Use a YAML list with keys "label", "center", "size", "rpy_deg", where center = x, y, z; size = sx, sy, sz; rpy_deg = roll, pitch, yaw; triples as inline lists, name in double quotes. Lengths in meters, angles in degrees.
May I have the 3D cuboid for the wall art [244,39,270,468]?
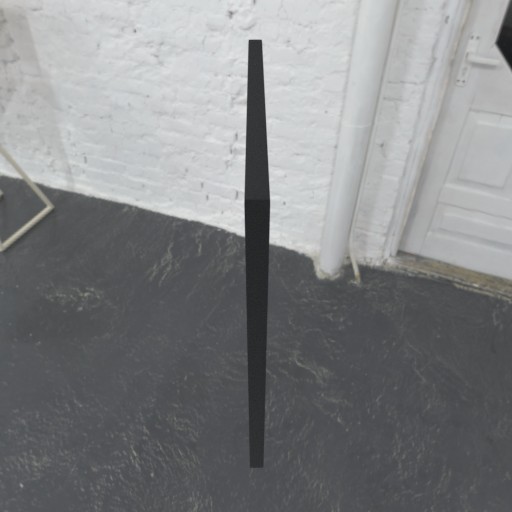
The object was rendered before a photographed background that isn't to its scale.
- label: "wall art"
  center: [0.000, 0.000, 0.690]
  size: [0.021, 0.508, 0.432]
  rpy_deg: [0, 42, 0]
